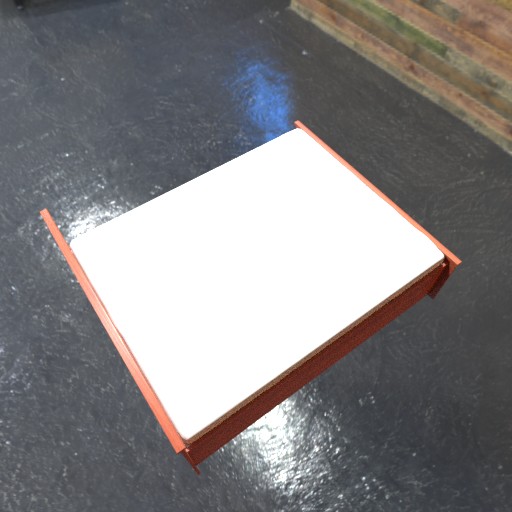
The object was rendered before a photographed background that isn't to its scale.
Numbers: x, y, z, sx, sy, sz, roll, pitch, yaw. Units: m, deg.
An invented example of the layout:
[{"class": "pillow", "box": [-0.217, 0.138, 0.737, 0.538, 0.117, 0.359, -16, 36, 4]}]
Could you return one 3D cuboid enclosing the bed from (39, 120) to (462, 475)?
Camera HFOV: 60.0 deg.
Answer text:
[{"class": "bed", "box": [0.000, 0.000, 2.957, 2.053, 0.848, 1.683, -31, 61, -19]}]
